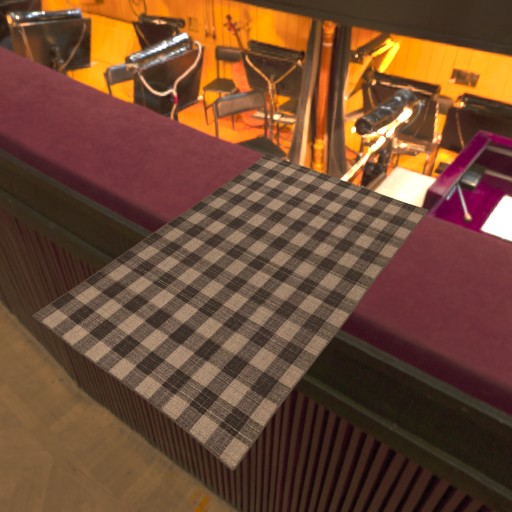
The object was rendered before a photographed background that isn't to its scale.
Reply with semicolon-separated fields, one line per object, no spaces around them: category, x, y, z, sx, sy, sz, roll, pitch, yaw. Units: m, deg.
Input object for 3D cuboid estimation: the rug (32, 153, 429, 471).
rug;0.000;0.000;3.065;1.554;0.011;2.476;26;47;26
